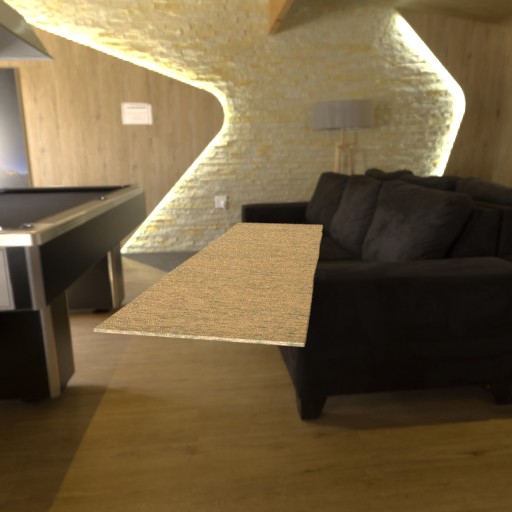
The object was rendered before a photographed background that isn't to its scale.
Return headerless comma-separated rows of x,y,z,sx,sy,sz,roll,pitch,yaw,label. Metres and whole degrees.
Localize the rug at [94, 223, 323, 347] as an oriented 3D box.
0.000,0.000,2.489,0.700,0.014,2.290,2,13,9,rug
